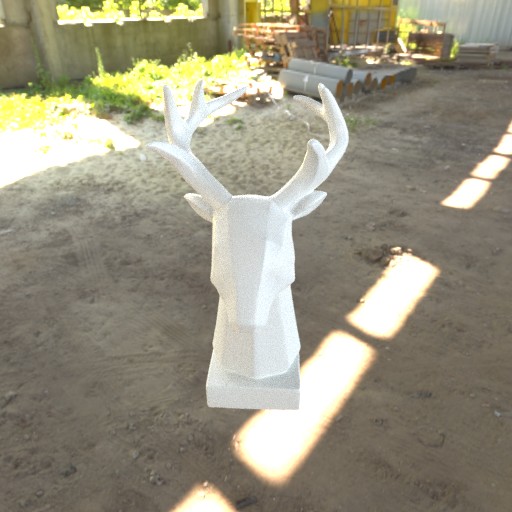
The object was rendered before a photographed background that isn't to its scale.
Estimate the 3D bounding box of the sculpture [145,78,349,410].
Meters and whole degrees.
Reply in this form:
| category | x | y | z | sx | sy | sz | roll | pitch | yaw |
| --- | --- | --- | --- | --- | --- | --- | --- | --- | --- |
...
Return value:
| category | x | y | z | sx | sy | sz | roll | pitch | yaw |
| --- | --- | --- | --- | --- | --- | --- | --- | --- | --- |
| sculpture | 0.000 | 0.000 | 0.455 | 0.174 | 0.329 | 0.224 | 1 | 29 | 2 |
